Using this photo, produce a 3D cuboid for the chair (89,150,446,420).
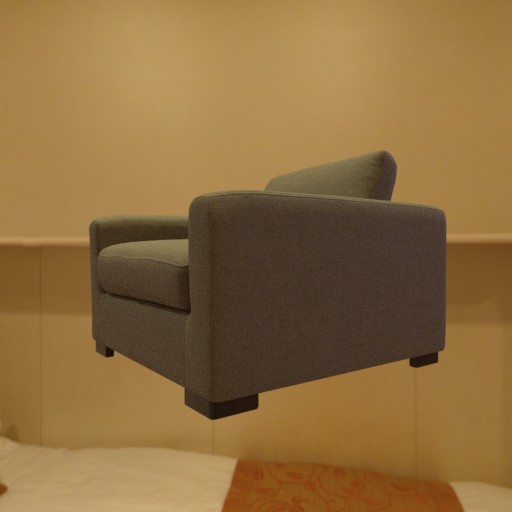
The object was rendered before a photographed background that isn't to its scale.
[{"bbox_3d":[0.000,0.000,1.856,1.100,0.847,1.070,0,0,-36],"label":"chair"}]
